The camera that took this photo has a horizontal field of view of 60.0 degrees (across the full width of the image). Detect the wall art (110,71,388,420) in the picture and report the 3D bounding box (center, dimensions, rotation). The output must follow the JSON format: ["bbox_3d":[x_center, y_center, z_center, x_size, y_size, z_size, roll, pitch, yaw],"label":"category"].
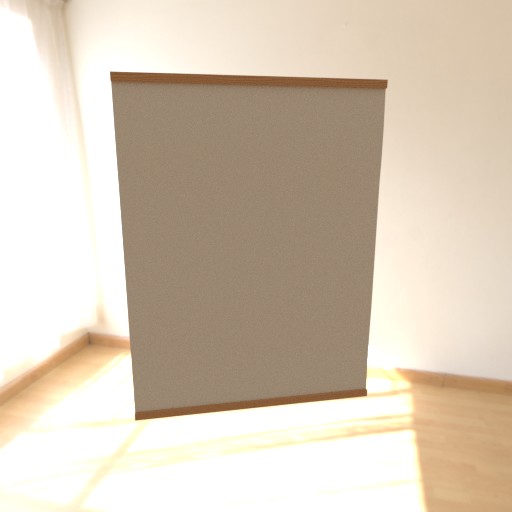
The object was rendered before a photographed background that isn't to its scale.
[{"bbox_3d":[0.000,0.000,0.797,0.458,0.605,0.011,-3,14,-10],"label":"wall art"}]
